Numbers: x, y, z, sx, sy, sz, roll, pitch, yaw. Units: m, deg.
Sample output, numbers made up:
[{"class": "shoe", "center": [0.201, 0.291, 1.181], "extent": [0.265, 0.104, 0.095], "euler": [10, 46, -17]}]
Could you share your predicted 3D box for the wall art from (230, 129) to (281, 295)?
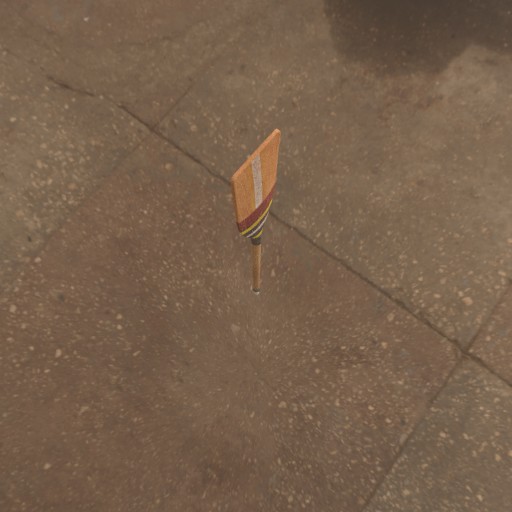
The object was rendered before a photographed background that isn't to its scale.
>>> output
[{"class": "wall art", "center": [0.000, 0.000, 1.619], "extent": [0.038, 1.556, 0.146], "euler": [39, 78, 9]}]
